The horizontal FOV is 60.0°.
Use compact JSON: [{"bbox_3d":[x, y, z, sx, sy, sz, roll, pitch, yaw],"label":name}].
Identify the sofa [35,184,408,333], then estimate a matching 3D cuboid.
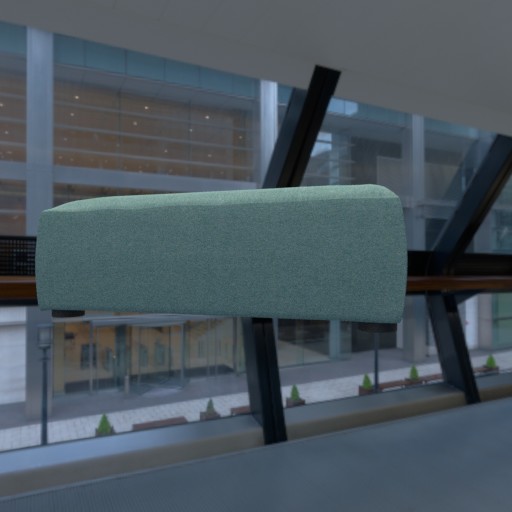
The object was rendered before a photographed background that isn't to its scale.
[{"bbox_3d":[0.000,0.000,1.474,0.930,0.330,0.930,0,-1,17],"label":"sofa"}]
